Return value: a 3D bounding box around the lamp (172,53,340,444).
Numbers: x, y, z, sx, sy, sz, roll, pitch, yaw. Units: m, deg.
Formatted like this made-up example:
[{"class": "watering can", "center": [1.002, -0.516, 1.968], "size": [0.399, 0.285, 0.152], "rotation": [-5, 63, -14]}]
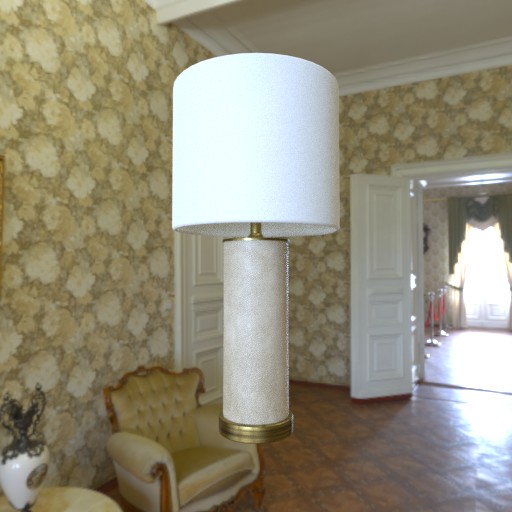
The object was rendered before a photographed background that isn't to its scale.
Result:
[{"class": "lamp", "center": [0.000, 0.000, 0.820], "size": [0.305, 0.634, 0.305], "rotation": [1, -2, -19]}]
